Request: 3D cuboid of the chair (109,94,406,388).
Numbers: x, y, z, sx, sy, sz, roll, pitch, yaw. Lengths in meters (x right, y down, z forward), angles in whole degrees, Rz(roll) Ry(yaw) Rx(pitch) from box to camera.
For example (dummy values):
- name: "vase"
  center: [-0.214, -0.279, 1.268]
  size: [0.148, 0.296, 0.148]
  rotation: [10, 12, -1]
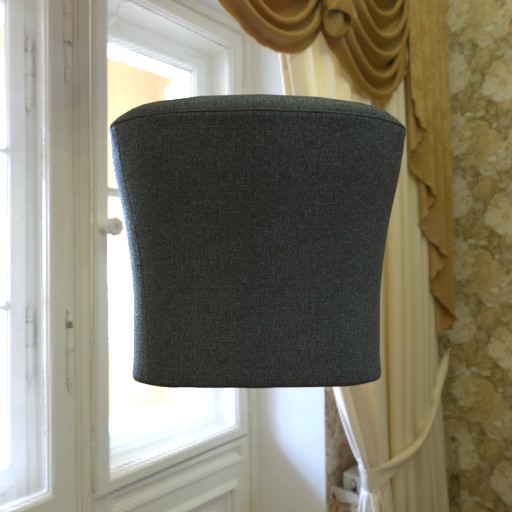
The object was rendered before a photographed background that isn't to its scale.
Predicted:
- name: "chair"
  center: [0.000, 0.000, 1.594]
  size: [0.864, 0.856, 0.923]
  rotation: [0, 0, -1]
